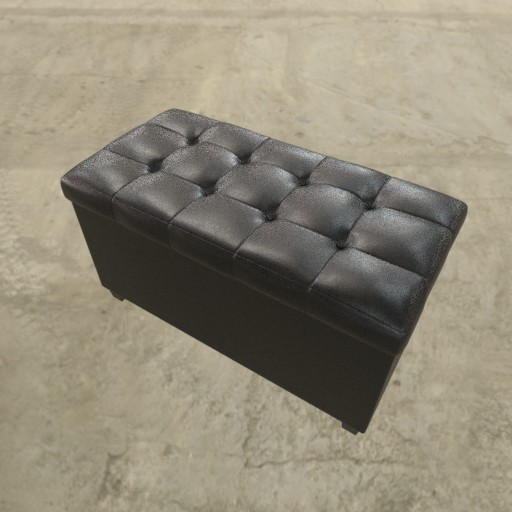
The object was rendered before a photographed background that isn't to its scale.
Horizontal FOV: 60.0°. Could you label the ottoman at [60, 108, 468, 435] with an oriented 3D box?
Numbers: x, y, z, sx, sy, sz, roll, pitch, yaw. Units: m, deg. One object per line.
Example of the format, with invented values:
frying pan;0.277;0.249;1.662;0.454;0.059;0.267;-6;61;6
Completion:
ottoman;0.000;0.000;1.132;0.838;0.470;0.432;24;49;23
